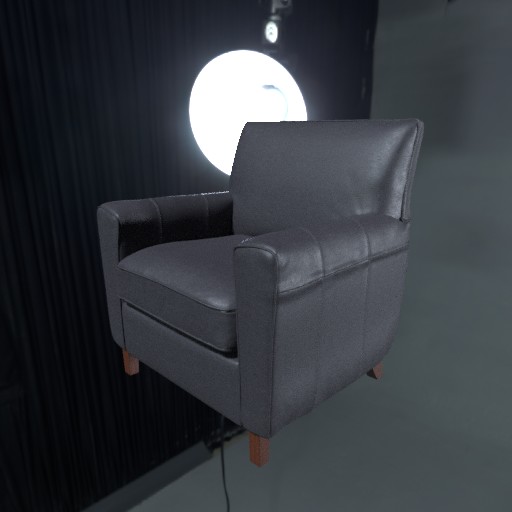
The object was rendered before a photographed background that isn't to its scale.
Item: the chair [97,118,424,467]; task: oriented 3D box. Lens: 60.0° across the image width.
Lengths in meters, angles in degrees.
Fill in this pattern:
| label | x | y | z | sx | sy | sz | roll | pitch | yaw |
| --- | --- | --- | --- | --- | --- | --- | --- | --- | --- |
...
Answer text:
| label | x | y | z | sx | sy | sz | roll | pitch | yaw |
| --- | --- | --- | --- | --- | --- | --- | --- | --- | --- |
| chair | 0.000 | 0.000 | 1.592 | 0.870 | 0.943 | 0.825 | 15 | 22 | 42 |
